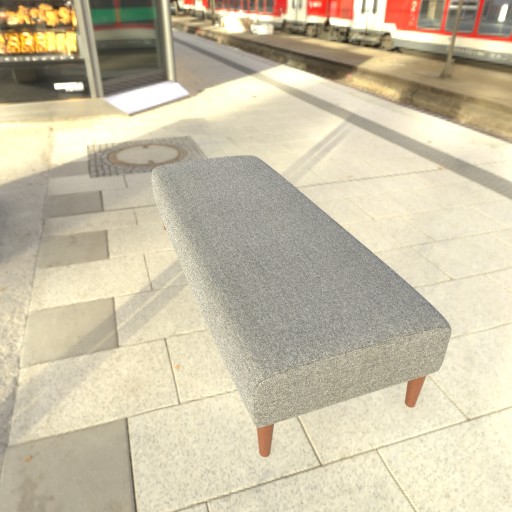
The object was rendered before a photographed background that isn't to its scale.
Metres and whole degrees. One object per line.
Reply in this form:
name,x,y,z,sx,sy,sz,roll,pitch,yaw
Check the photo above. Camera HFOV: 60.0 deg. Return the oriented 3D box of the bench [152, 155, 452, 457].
bench,0.000,0.000,1.868,0.631,0.384,1.598,-11,32,-17
